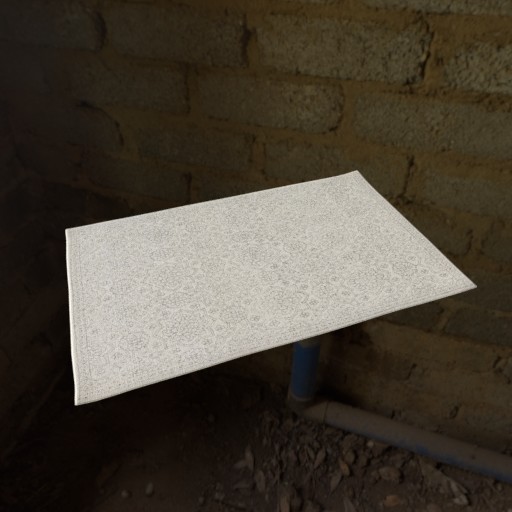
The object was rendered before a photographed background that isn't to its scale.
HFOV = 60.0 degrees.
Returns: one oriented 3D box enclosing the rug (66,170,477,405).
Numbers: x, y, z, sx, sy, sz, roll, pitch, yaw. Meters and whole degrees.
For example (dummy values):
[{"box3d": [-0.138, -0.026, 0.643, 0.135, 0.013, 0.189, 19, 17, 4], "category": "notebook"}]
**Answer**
[{"box3d": [0.000, 0.000, 2.413, 1.947, 0.023, 1.214, -13, 43, -15], "category": "rug"}]
